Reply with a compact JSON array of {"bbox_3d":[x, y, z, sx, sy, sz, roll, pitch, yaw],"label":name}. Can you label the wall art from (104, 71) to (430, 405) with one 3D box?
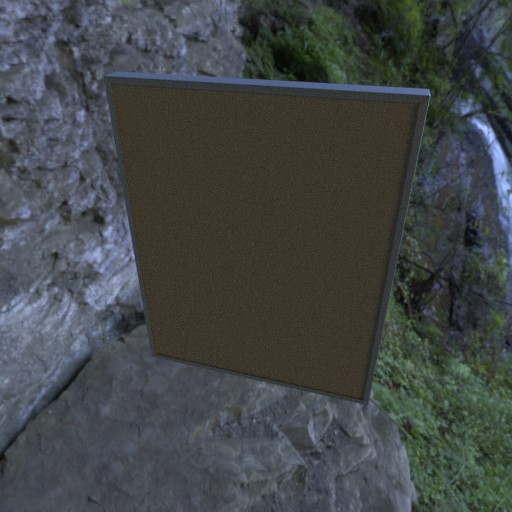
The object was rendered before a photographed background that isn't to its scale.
[{"bbox_3d":[0.000,0.000,0.744,0.445,0.553,0.039,9,33,14],"label":"wall art"}]
